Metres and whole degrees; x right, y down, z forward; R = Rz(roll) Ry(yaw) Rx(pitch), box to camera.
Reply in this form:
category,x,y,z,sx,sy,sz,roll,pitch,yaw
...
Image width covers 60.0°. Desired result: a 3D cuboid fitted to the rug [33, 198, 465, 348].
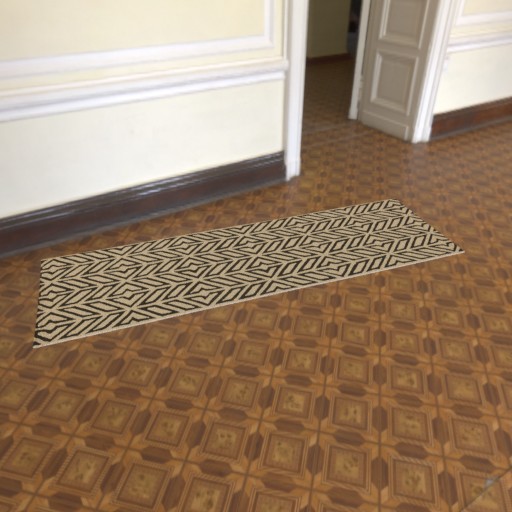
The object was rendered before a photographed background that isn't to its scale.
category,x,y,z,sx,sy,sz,roll,pitch,yaw
rug,0.000,0.000,2.662,2.435,0.009,0.750,-11,36,-16
